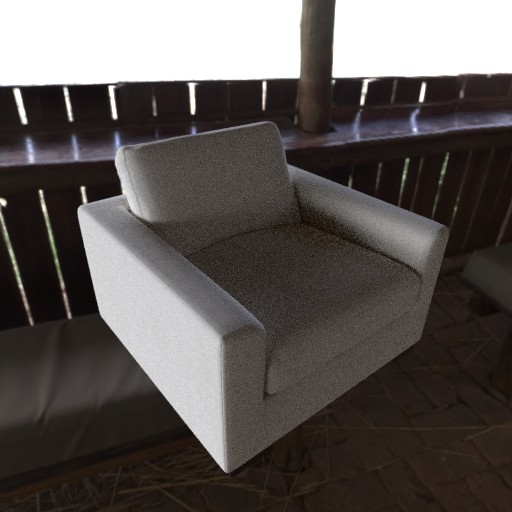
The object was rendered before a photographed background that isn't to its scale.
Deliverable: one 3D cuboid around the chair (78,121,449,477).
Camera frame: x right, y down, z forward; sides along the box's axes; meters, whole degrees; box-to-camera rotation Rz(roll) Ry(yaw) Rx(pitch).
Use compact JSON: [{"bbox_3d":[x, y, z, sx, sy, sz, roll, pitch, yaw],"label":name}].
[{"bbox_3d":[0.000,0.000,1.859,1.070,0.876,1.100,-22,36,-32],"label":"chair"}]
